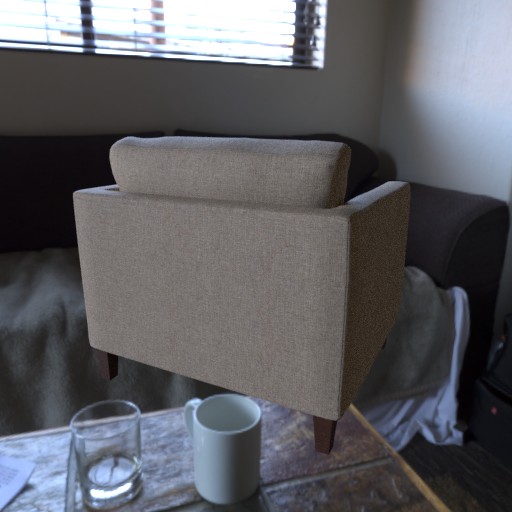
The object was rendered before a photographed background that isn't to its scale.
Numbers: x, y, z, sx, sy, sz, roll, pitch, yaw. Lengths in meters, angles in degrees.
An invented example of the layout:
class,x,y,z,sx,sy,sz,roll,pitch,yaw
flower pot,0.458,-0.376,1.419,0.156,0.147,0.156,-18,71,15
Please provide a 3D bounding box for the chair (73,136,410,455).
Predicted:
class,x,y,z,sx,sy,sz,roll,pitch,yaw
chair,0.000,0.000,1.889,1.107,0.987,0.959,8,18,27
